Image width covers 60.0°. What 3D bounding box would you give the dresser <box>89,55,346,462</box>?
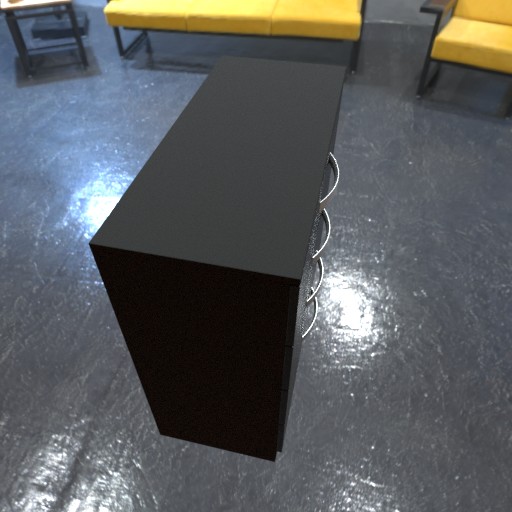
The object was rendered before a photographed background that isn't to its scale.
[{"bbox_3d":[0.000,0.000,1.170,0.360,0.720,0.750,9,46,9],"label":"dresser"}]
